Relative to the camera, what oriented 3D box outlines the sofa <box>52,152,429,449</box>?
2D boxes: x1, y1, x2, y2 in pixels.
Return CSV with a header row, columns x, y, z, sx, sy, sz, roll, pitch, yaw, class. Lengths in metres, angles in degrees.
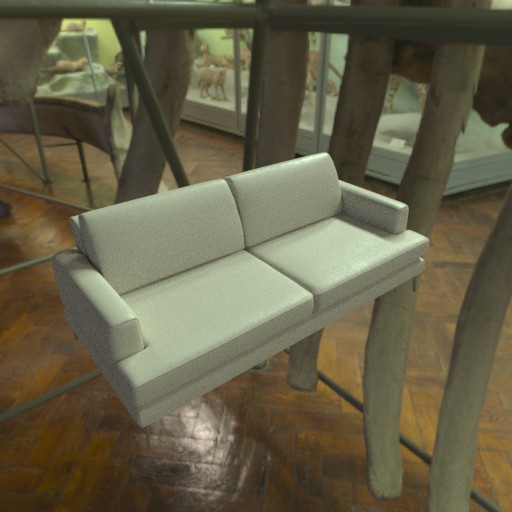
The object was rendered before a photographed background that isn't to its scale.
x,y,z,sx,sy,sz,roll,pitch,yaw,class
0.000,0.000,2.469,1.940,0.765,0.974,-21,36,-33,sofa
